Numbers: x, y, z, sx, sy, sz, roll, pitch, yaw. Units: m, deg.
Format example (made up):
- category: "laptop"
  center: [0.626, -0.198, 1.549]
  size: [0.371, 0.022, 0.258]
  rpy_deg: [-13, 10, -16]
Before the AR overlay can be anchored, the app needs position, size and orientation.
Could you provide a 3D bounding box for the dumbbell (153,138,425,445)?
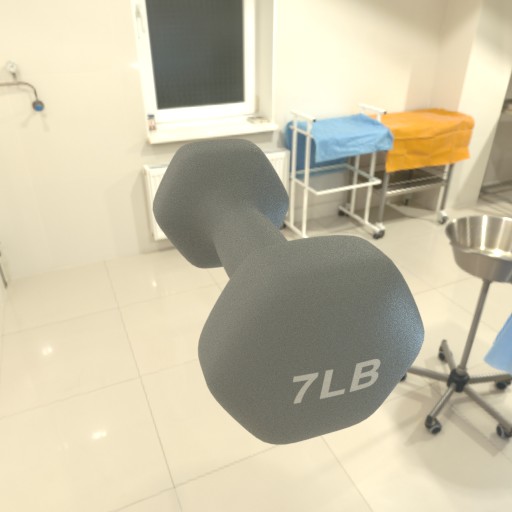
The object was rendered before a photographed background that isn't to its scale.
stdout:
- category: "dumbbell"
  center: [0.000, 0.000, 0.230]
  size: [0.090, 0.081, 0.184]
  rpy_deg: [-9, 31, -15]
